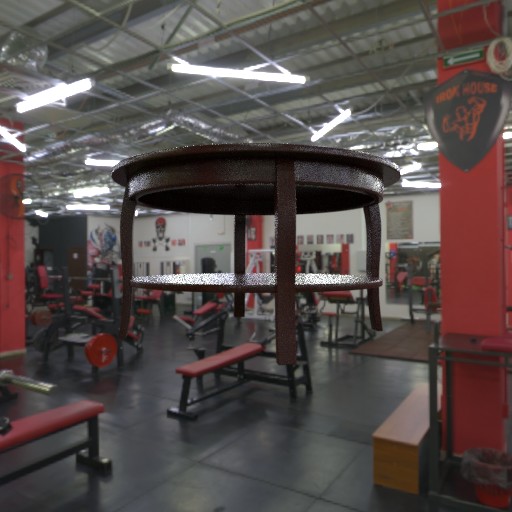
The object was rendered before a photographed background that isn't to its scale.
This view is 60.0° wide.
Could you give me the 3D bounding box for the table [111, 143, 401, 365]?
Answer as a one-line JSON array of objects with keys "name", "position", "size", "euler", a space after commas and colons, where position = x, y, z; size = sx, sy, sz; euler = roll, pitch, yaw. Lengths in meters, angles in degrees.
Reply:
[{"name": "table", "position": [0.000, 0.000, 1.464], "size": [0.911, 0.512, 0.911], "euler": [0, 0, 0]}]
